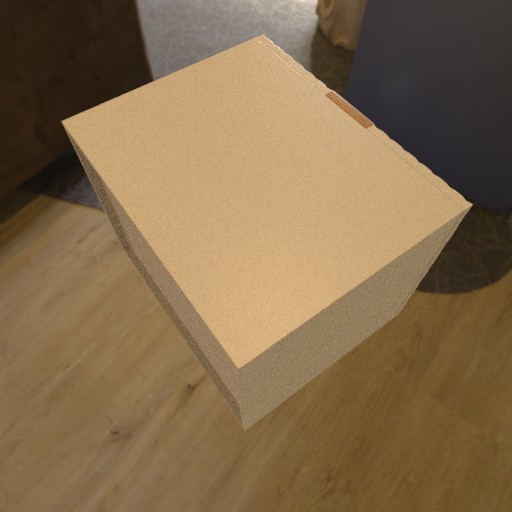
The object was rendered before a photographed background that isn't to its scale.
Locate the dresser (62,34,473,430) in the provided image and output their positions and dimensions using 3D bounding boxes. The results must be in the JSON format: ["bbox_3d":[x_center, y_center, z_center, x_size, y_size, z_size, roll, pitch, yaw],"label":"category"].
[{"bbox_3d":[0.000,0.000,0.917,0.414,0.568,0.503,-32,64,-18],"label":"dresser"}]
